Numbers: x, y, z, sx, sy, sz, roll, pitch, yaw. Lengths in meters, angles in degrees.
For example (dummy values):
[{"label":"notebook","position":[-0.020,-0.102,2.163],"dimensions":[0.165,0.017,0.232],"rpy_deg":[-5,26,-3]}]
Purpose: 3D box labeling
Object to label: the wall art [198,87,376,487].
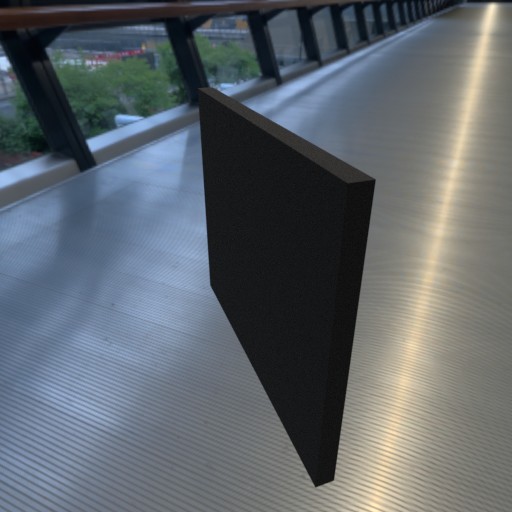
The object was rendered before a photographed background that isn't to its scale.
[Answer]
[{"label":"wall art","position":[0.000,0.000,0.750],"dimensions":[0.031,0.457,0.558],"rpy_deg":[-11,31,-18]}]
